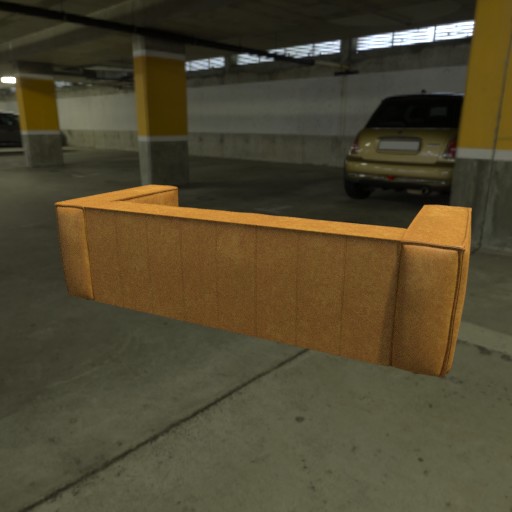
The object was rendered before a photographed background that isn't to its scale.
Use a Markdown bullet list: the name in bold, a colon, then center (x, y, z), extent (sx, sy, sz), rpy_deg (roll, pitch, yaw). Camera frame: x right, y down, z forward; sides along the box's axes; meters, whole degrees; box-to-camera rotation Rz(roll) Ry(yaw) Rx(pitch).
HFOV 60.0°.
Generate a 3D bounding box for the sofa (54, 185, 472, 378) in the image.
- **sofa**: center (0.000, 0.000, 2.988), extent (2.581, 0.701, 1.102), rpy_deg (8, 18, 25)
